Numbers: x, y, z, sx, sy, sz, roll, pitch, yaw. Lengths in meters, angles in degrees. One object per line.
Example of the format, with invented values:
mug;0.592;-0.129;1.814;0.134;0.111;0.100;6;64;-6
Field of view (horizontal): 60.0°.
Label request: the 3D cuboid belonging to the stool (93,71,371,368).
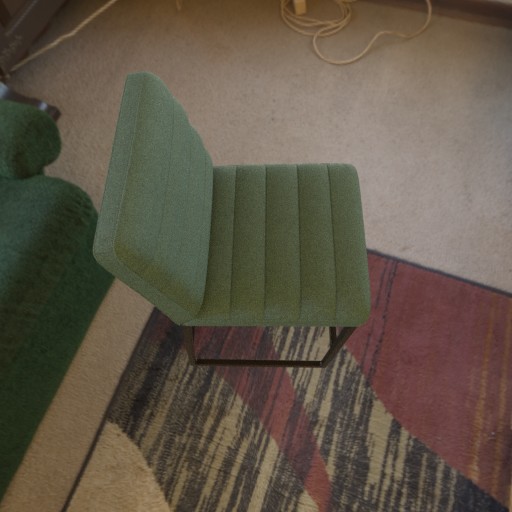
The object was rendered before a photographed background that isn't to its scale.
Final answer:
stool;0.000;0.000;1.266;0.560;0.940;0.460;1;65;0
